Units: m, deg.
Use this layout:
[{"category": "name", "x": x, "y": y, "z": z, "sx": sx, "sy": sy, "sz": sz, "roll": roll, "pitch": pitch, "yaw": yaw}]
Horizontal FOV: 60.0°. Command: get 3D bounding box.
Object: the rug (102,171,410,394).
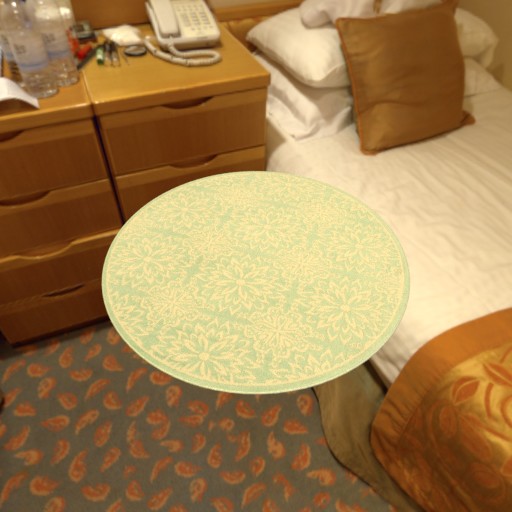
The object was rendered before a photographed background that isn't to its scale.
[{"category": "rug", "x": 0.000, "y": 0.000, "z": 2.358, "sx": 1.593, "sy": 0.012, "sz": 1.593, "roll": 0, "pitch": 45, "yaw": 0}]
